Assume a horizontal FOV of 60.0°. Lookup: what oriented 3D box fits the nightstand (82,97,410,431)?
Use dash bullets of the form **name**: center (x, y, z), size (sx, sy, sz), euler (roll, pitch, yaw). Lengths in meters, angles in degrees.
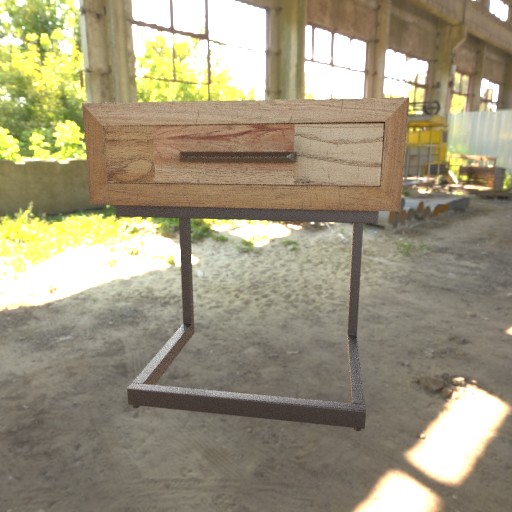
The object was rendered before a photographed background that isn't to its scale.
- **nightstand**: center (0.000, 0.000, 1.007), size (0.558, 0.632, 0.481), euler (2, 14, 10)
